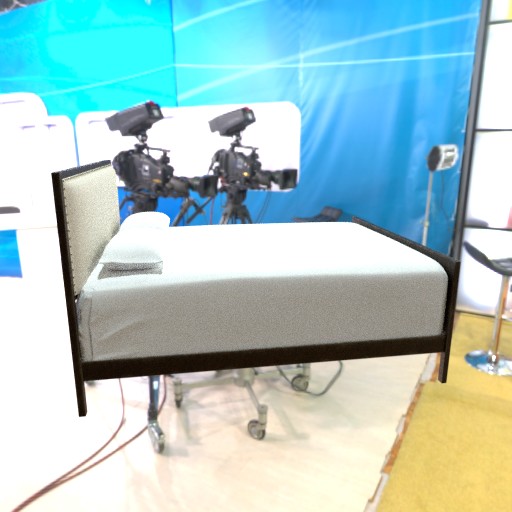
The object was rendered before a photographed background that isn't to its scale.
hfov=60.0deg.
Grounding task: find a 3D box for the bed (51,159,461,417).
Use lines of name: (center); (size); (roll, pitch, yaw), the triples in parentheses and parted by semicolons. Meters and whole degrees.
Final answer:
bed: (0.000, 0.000, 3.191); (2.221, 1.313, 1.607); (-2, 15, -9)
